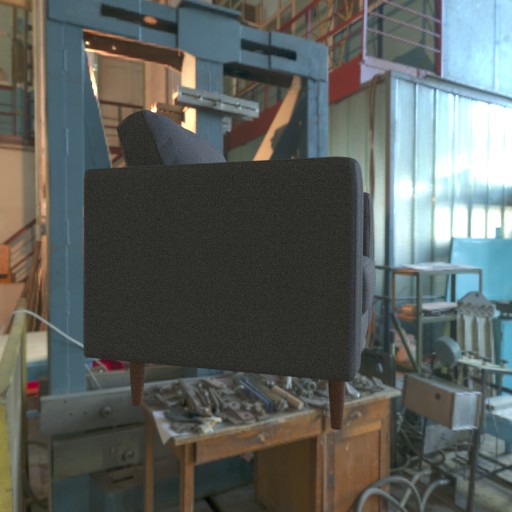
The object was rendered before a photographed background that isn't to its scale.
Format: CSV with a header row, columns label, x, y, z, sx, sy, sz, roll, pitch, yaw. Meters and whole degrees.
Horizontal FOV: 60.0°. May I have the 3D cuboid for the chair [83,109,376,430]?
label,x,y,z,sx,sy,sz,roll,pitch,yaw
chair,0.000,0.000,1.546,0.800,0.927,0.854,0,1,17
